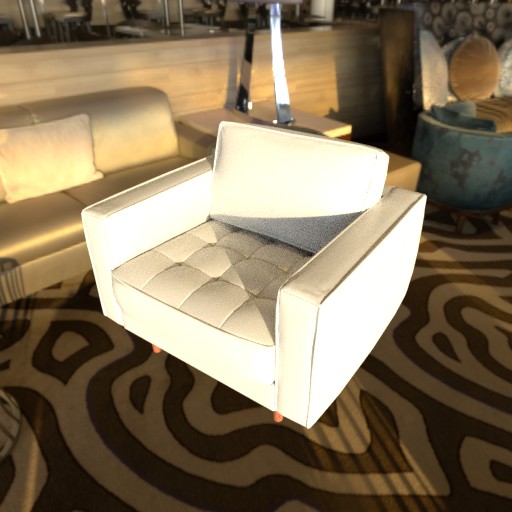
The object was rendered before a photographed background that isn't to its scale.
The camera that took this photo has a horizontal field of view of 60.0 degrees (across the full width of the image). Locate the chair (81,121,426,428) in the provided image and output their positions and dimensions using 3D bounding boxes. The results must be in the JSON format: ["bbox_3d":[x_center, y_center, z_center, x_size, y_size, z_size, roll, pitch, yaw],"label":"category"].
[{"bbox_3d":[0.000,0.000,1.566,0.928,0.773,0.843,20,36,30],"label":"chair"}]
